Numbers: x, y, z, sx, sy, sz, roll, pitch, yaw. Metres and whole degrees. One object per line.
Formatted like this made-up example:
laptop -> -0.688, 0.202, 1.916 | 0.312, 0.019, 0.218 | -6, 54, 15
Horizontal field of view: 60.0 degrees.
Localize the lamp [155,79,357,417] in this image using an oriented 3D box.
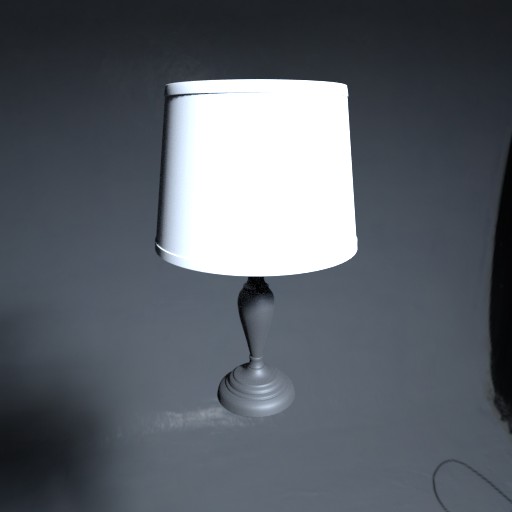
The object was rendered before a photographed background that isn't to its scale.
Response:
lamp -> 0.000, 0.000, 0.701 | 0.310, 0.501, 0.310 | 0, 17, 0
